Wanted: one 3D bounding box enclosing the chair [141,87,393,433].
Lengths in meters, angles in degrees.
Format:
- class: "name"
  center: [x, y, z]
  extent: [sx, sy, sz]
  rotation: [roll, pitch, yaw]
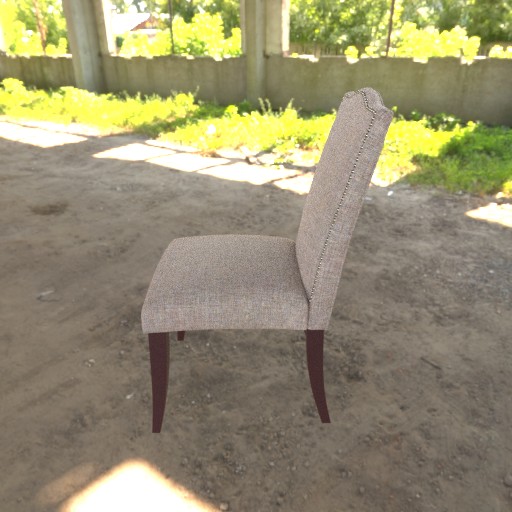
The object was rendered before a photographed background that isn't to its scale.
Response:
- class: "chair"
  center: [0.000, 0.000, 1.427]
  extent: [0.660, 1.016, 0.513]
  rotation: [0, 26, 0]
